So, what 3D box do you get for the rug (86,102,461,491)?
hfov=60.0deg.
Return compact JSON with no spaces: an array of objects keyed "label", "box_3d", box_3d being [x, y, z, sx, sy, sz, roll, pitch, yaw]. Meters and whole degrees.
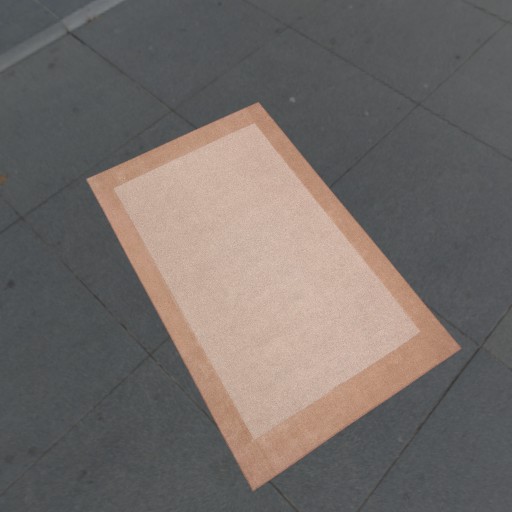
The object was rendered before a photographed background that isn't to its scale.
[{"label":"rug","box_3d":[0.000,0.000,3.059,1.524,0.014,2.438,-29,67,-13]}]
